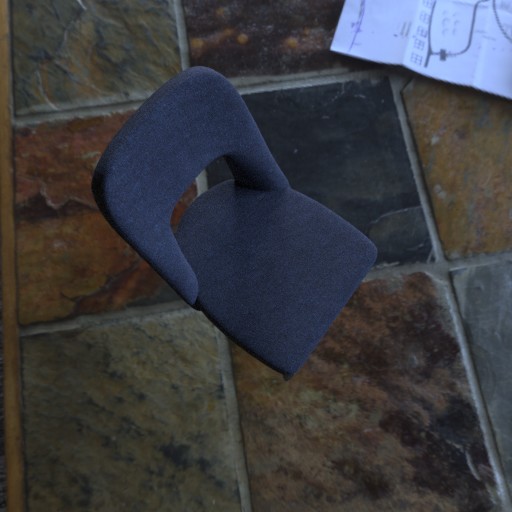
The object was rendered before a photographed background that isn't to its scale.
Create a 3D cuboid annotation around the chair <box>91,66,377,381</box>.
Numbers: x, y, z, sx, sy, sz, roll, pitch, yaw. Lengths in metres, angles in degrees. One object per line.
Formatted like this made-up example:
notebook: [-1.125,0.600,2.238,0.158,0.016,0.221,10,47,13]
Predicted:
chair: [0.000,0.000,1.286,0.612,0.931,0.470,36,78,9]
